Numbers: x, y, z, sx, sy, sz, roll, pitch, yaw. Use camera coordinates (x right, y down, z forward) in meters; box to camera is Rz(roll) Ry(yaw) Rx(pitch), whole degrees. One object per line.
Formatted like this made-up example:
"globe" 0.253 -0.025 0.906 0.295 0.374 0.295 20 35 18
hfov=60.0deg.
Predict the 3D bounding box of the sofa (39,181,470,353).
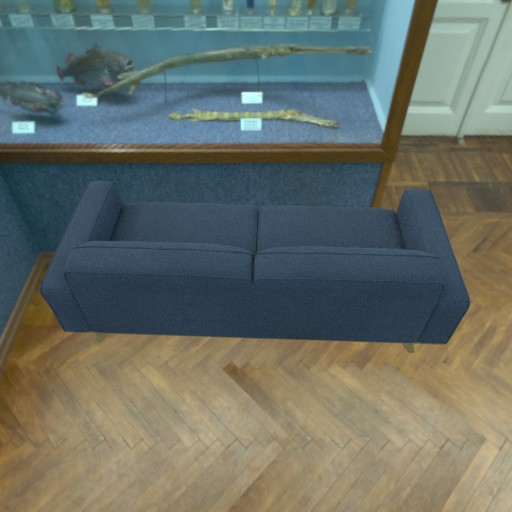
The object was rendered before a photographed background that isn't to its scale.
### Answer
"sofa" 0.000 0.000 2.720 2.270 0.782 0.953 2 48 1
